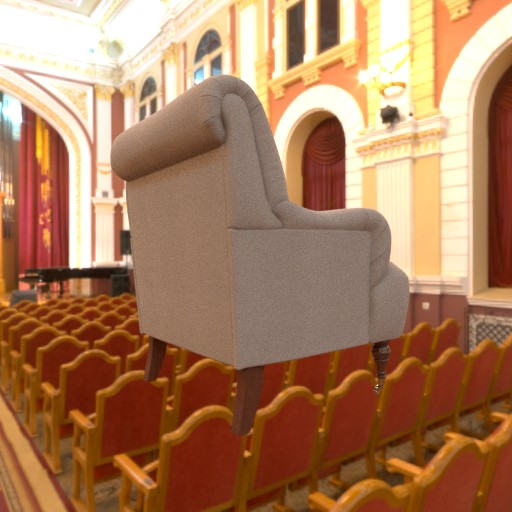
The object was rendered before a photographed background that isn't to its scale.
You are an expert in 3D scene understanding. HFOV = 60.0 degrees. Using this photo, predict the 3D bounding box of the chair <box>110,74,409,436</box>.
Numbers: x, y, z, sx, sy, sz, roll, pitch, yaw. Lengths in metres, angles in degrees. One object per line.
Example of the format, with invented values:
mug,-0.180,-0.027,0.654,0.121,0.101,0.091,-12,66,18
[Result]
chair,0.000,0.000,1.591,0.842,0.942,0.766,0,0,-36
